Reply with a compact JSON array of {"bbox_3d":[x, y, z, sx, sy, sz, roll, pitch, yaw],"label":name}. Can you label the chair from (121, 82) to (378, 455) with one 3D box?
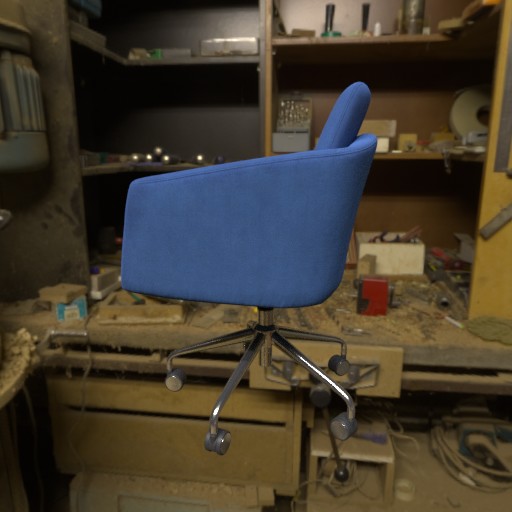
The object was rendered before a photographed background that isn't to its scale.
[{"bbox_3d":[0.000,0.000,1.296,0.635,0.908,0.641,2,15,8],"label":"chair"}]
